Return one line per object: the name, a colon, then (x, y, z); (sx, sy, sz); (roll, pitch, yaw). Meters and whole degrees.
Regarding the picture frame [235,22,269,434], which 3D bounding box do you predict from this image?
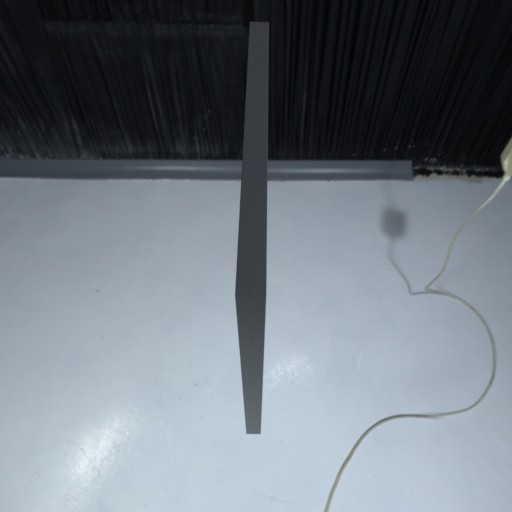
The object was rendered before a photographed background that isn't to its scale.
picture frame: (0.000, 0.000, 0.758); (0.028, 0.556, 0.460); (1, 56, 1)
